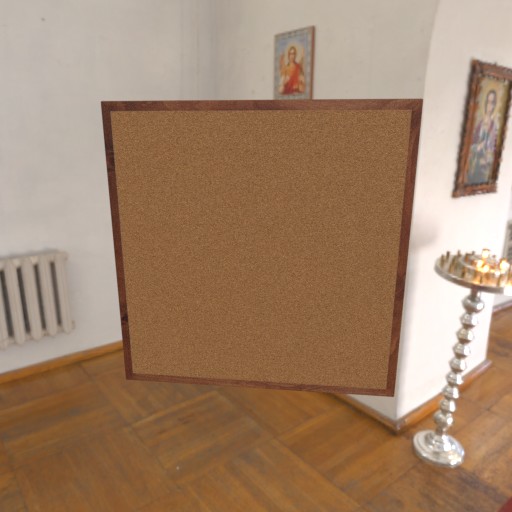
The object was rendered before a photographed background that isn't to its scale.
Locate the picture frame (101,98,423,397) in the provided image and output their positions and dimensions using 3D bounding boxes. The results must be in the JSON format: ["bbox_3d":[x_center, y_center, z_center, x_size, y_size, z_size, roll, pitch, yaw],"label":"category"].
[{"bbox_3d":[0.000,0.000,1.230,0.810,0.817,0.029,2,16,6],"label":"picture frame"}]
